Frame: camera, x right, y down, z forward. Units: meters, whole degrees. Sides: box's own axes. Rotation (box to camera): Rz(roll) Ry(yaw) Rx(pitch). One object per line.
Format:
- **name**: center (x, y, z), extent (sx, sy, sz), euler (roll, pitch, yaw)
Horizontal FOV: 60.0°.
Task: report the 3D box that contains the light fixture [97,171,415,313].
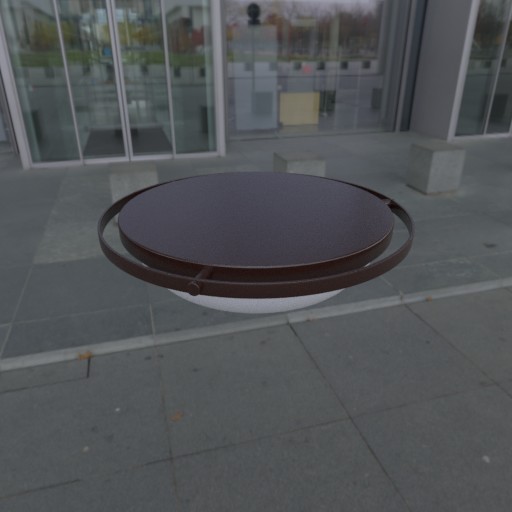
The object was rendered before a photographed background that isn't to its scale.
- **light fixture**: center (0.000, 0.000, 0.555), extent (0.361, 0.130, 0.361), euler (0, 25, 0)
